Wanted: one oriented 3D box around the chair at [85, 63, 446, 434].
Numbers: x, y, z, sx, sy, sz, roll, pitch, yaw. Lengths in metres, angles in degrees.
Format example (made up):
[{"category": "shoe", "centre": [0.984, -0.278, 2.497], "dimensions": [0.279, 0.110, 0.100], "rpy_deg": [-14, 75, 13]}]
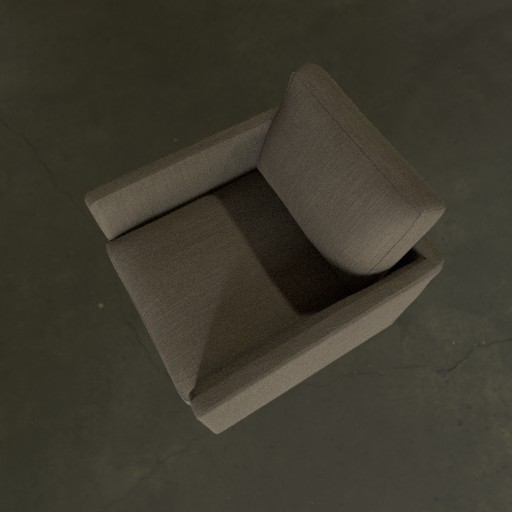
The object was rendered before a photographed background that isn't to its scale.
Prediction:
[{"category": "chair", "centre": [0.000, 0.000, 1.458], "dimensions": [0.834, 0.811, 0.763], "rpy_deg": [-29, 68, -13]}]
